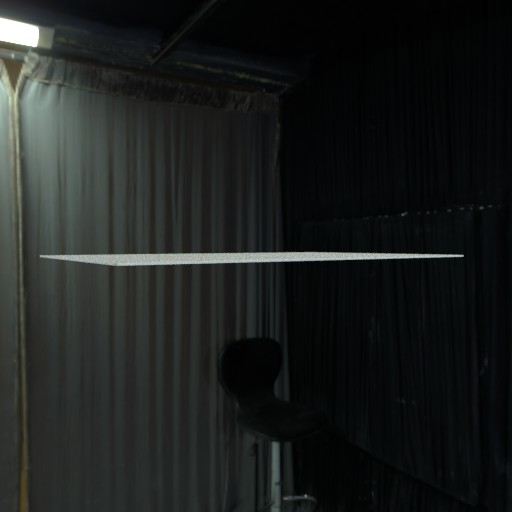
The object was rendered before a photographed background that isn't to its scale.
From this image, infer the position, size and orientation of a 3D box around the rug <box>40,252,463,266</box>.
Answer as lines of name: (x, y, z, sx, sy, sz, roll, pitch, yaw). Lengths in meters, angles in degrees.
rug: (0.000, 0.000, 2.185, 1.753, 0.008, 1.143, -1, 2, -35)
